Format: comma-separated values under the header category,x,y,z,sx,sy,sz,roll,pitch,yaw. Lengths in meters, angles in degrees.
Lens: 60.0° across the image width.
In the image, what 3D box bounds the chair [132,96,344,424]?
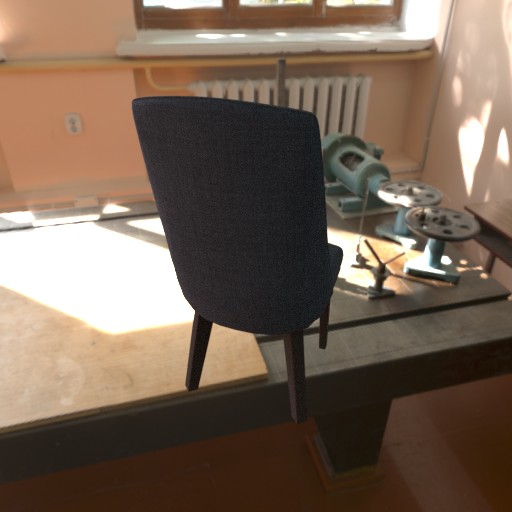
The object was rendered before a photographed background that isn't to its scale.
category,x,y,z,sx,sy,sz,roll,pitch,yaw
chair,0.000,0.000,1.382,0.510,1.050,0.577,11,32,17
